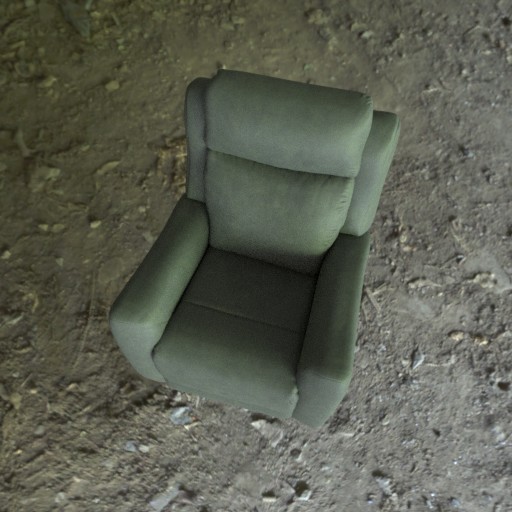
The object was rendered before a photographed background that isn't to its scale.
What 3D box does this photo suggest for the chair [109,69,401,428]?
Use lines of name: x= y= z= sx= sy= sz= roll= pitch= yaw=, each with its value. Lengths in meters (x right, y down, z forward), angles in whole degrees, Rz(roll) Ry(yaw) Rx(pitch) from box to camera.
chair: x=0.000 y=0.000 z=1.912 sx=0.967 sy=1.116 sz=1.068 roll=14 pitch=59 yaw=9
